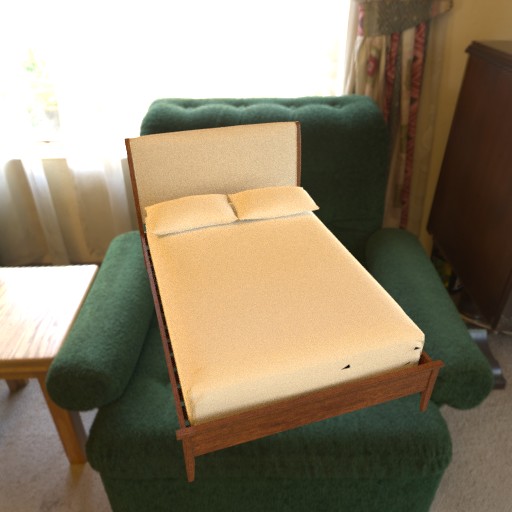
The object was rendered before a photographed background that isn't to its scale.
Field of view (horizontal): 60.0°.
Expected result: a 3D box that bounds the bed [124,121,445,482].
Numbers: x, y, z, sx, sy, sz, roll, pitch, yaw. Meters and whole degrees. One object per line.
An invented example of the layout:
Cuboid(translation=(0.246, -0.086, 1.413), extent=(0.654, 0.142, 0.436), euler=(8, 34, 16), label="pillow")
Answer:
Cuboid(translation=(0.000, 0.000, 3.293), extent=(1.612, 1.250, 2.380), euler=(-10, 34, -15), label="bed")
